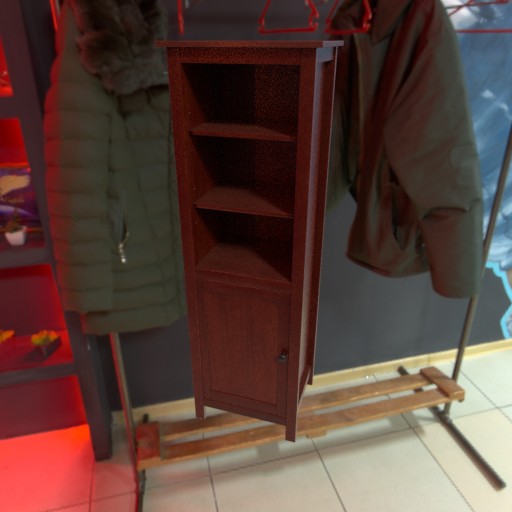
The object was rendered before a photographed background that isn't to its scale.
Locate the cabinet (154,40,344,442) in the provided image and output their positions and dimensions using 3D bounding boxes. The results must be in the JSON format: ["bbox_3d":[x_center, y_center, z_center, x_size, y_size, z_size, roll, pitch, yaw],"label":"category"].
[{"bbox_3d":[0.000,0.000,1.738,0.500,1.518,0.401,8,27,16],"label":"cabinet"}]
